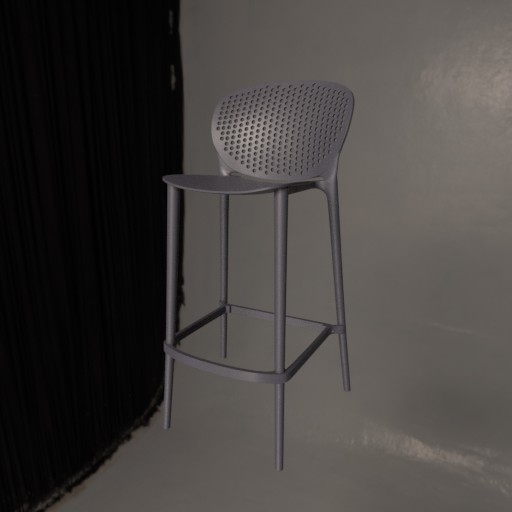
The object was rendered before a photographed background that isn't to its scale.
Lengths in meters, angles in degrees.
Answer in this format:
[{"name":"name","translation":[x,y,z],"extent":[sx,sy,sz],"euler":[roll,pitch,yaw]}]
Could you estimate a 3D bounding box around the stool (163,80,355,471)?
[{"name":"stool","translation":[0.000,0.000,1.359],"extent":[0.536,1.045,0.535],"euler":[8,18,26]}]
